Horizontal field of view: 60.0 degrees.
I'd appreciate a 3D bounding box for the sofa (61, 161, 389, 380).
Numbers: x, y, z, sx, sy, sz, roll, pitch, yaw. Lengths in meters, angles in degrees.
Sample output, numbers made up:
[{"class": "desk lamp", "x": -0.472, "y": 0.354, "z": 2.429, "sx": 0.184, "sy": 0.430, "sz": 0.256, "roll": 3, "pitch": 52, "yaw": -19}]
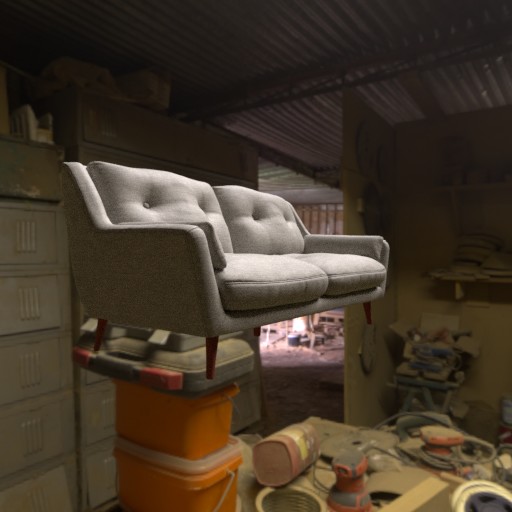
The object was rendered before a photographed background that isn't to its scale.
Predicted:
[{"class": "sofa", "x": 0.000, "y": 0.000, "z": 2.479, "sx": 0.976, "sy": 0.897, "sz": 1.930, "roll": 0, "pitch": 0, "yaw": 36}]
